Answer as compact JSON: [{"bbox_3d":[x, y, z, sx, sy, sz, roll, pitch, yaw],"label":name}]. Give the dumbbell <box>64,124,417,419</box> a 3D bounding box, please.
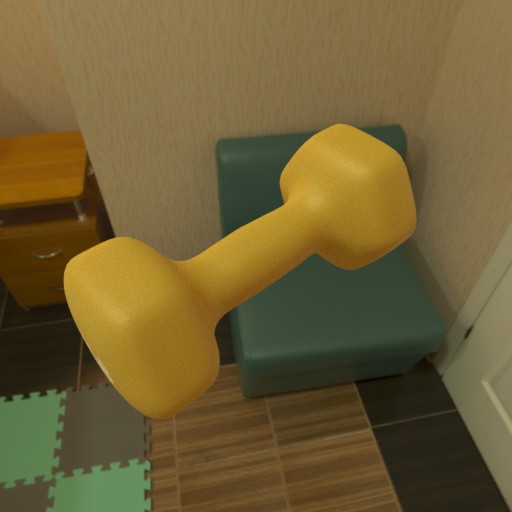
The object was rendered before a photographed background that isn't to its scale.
[{"bbox_3d":[0.000,0.000,0.240,0.190,0.082,0.090,-32,54,-26],"label":"dumbbell"}]
